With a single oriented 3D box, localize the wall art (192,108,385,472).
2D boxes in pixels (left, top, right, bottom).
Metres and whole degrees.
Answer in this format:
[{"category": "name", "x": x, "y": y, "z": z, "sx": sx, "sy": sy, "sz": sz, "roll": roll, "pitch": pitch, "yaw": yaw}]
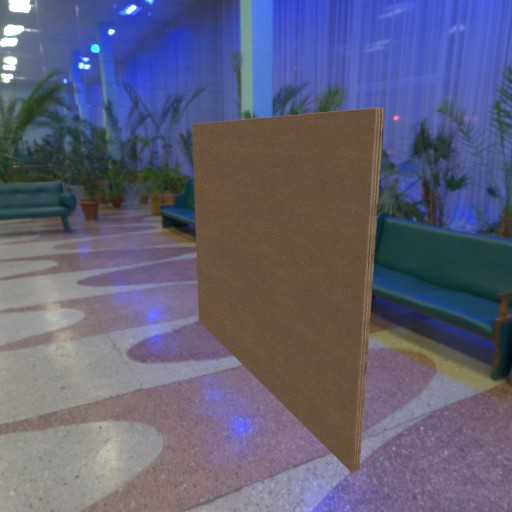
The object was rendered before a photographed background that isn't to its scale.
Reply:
[{"category": "wall art", "x": 0.000, "y": 0.000, "z": 0.689, "sx": 0.012, "sy": 0.408, "sz": 0.508, "roll": -8, "pitch": 17, "yaw": -27}]
